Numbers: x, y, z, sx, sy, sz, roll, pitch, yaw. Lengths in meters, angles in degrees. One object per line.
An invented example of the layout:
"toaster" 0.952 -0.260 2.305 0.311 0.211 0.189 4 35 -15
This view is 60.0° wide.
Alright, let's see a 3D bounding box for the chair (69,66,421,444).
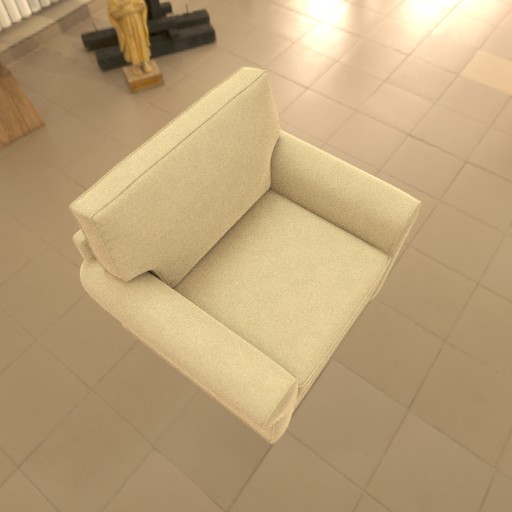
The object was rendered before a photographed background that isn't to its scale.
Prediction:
"chair" 0.000 0.000 1.713 0.863 0.955 1.040 32 63 19
